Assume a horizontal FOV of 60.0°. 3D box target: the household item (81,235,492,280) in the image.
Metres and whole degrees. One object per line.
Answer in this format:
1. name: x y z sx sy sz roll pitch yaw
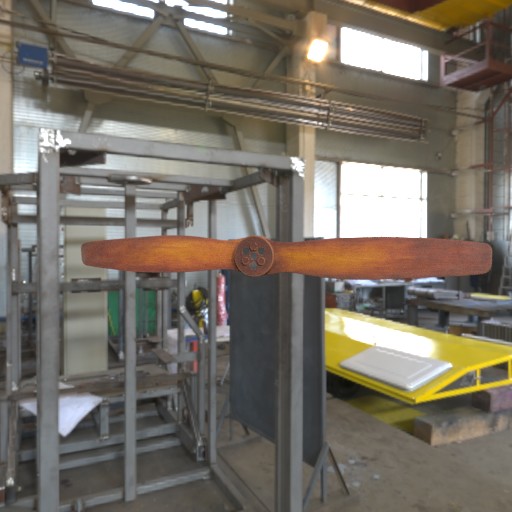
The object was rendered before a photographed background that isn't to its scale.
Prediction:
1. household item: 0.000 0.000 1.238 1.181 0.121 0.051 0 1 18
